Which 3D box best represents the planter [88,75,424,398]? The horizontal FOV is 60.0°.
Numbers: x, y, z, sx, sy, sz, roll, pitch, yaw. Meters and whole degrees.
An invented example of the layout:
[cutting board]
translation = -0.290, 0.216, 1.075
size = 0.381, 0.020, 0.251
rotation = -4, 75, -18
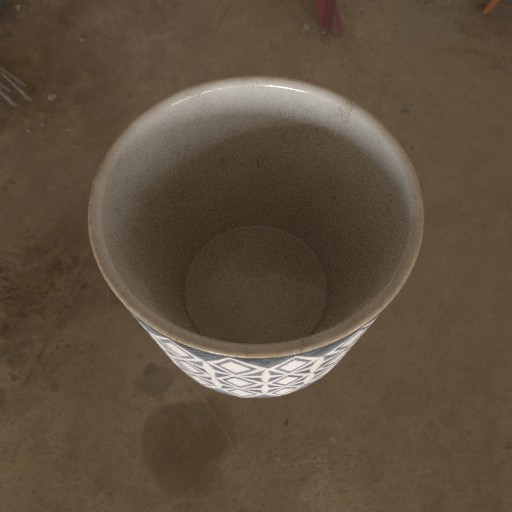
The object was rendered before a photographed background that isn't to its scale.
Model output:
[planter]
translation = 0.000, 0.000, 0.330
size = 0.192, 0.165, 0.192
rotation = 0, 63, 0
